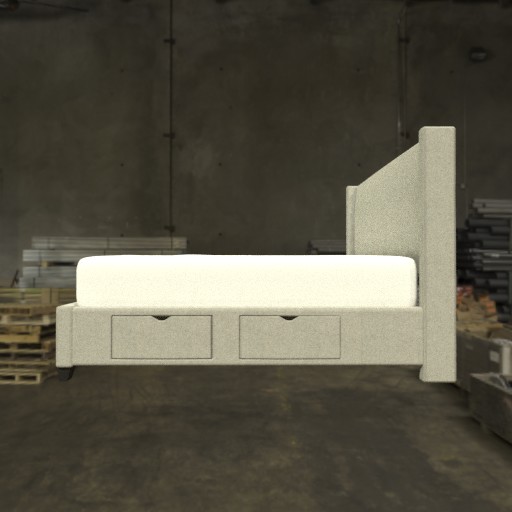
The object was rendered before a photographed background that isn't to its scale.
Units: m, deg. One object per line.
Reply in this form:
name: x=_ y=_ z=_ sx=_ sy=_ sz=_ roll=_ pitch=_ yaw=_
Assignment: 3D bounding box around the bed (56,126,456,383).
bed: x=0.000 y=0.000 z=3.581 sx=2.280 sy=1.470 sz=2.140 roll=0 pitch=0 yaw=0
